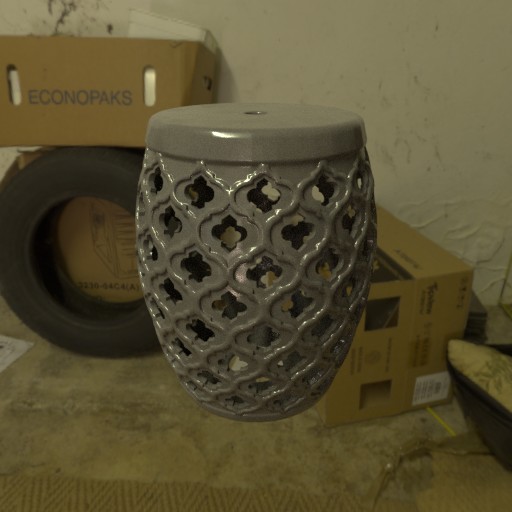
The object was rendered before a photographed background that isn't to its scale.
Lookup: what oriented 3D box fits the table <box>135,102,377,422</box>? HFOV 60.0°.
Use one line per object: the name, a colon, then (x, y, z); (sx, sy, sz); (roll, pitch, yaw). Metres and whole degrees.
table: (0.000, 0.000, 0.627); (0.325, 0.388, 0.325); (0, 25, 0)
